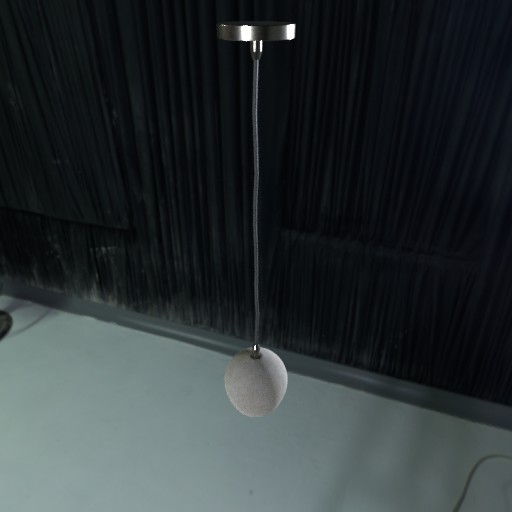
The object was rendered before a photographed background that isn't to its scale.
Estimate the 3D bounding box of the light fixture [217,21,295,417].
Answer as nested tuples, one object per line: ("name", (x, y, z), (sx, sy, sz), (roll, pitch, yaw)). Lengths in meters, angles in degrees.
("light fixture", (0.000, 0.000, 0.821), (0.139, 0.764, 0.139), (8, 32, 14))
